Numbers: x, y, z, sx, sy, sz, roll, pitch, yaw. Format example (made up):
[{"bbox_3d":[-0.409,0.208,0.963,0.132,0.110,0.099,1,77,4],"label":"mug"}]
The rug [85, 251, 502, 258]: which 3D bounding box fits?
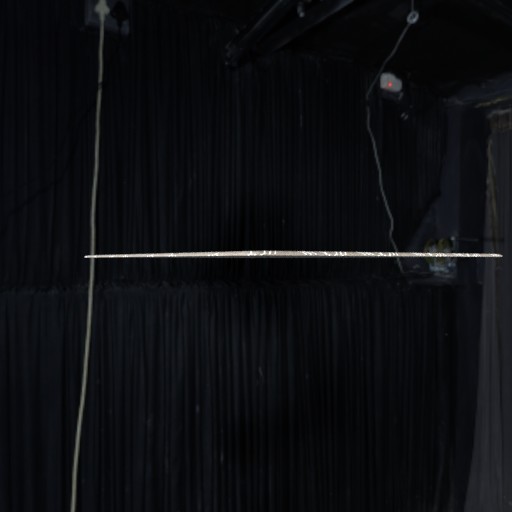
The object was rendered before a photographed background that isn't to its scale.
[{"bbox_3d":[0.000,0.000,2.254,1.239,0.012,1.836,0,0,-35],"label":"rug"}]
